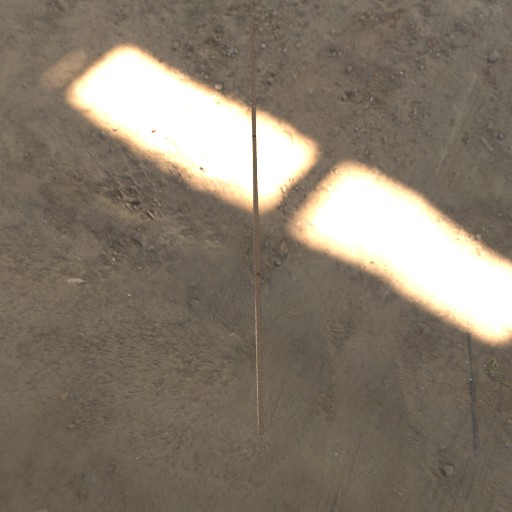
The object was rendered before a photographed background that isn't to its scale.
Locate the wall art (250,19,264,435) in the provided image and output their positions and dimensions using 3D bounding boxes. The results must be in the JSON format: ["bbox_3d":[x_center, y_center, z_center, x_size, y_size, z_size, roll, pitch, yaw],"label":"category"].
[{"bbox_3d":[0.000,0.000,1.377,0.010,0.917,0.919,-1,76,0],"label":"wall art"}]
